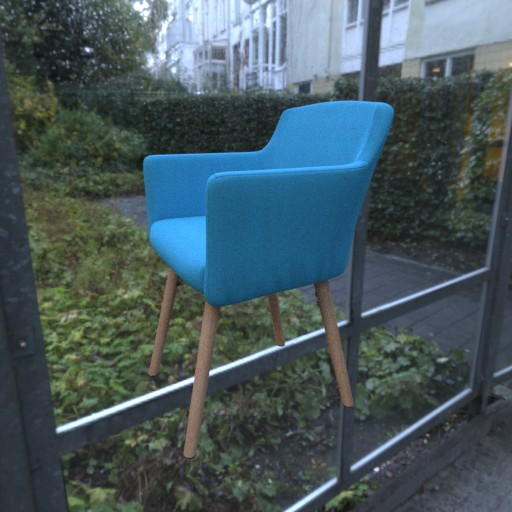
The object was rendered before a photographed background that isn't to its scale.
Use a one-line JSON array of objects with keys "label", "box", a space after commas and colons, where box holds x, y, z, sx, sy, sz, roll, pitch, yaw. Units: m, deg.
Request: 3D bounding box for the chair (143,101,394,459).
[{"label": "chair", "box": [0.000, 0.000, 1.168, 0.540, 0.780, 0.570, -8, 18, -24]}]
